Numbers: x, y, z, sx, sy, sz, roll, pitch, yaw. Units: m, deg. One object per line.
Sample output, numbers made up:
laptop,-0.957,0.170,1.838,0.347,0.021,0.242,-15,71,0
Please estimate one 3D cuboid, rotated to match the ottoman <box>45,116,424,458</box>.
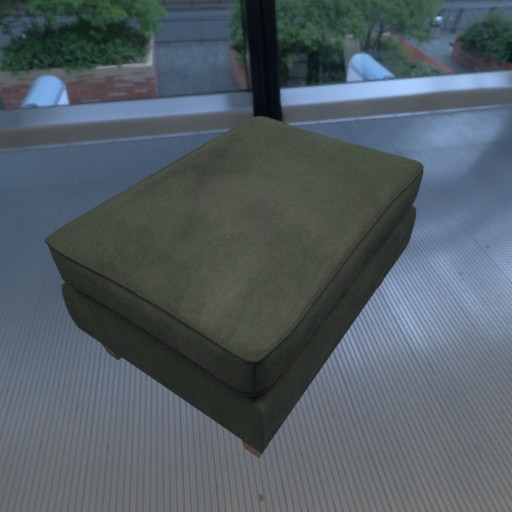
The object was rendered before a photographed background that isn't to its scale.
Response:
ottoman,0.000,0.000,1.261,0.632,0.495,0.864,24,46,26
